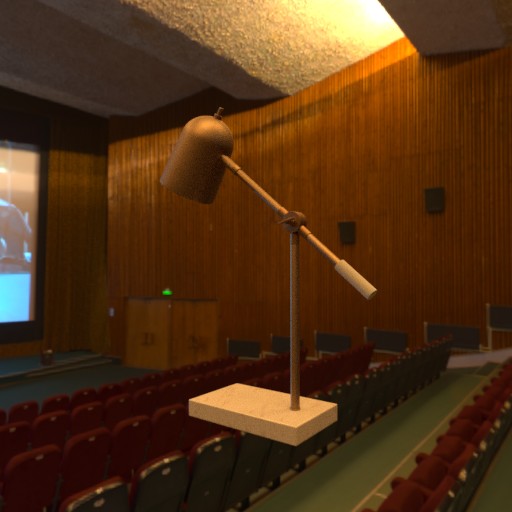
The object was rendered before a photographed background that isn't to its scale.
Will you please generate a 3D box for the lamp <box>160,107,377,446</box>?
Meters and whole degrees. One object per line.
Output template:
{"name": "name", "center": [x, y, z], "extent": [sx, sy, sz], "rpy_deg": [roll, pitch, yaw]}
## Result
{"name": "lamp", "center": [0.000, 0.000, 0.837], "extent": [0.471, 0.603, 0.144], "rpy_deg": [-1, -1, 37]}
